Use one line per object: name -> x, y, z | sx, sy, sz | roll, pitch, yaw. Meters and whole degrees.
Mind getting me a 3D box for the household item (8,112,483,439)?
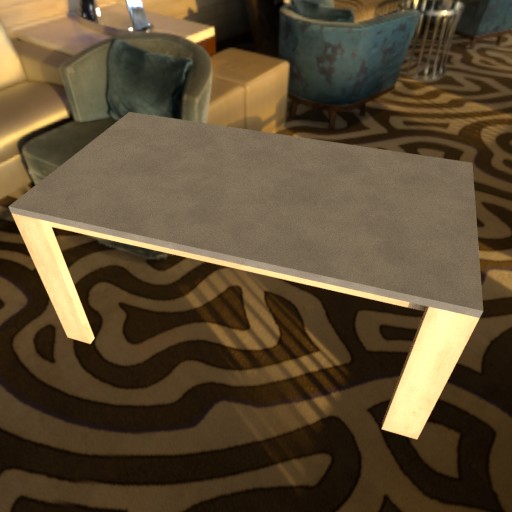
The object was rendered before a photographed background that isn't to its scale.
household item -> 0.000, 0.000, 1.965 | 1.600, 0.755, 0.850 | 12, 43, 13
